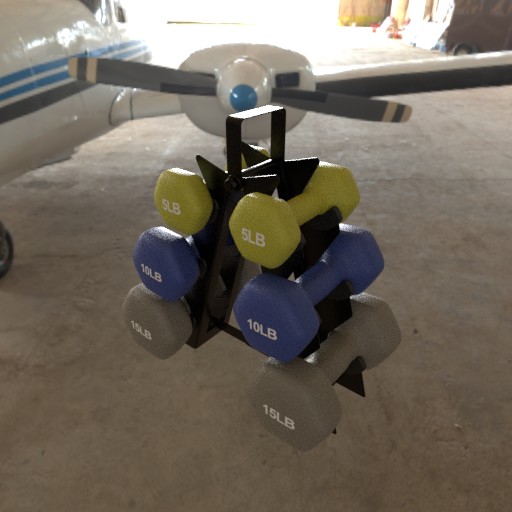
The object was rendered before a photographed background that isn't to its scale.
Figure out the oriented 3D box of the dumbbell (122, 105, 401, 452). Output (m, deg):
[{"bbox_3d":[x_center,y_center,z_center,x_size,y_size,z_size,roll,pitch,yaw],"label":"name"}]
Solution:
[{"bbox_3d":[0.000,0.000,0.673,0.416,0.426,0.261,22,36,33],"label":"dumbbell"}]
